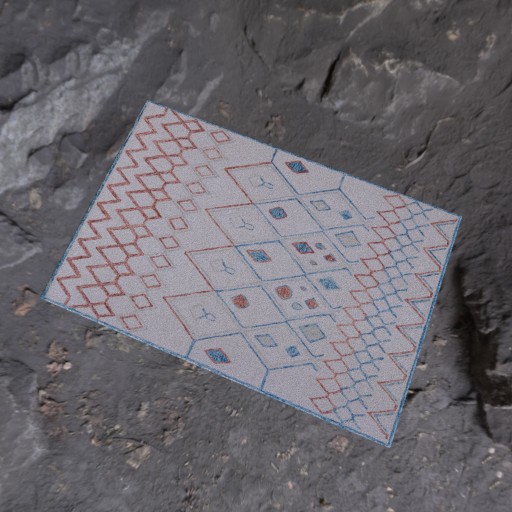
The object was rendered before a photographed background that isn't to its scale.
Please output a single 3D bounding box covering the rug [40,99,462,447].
[{"bbox_3d":[0.000,0.000,2.266,1.829,0.016,1.219,22,76,6],"label":"rug"}]
